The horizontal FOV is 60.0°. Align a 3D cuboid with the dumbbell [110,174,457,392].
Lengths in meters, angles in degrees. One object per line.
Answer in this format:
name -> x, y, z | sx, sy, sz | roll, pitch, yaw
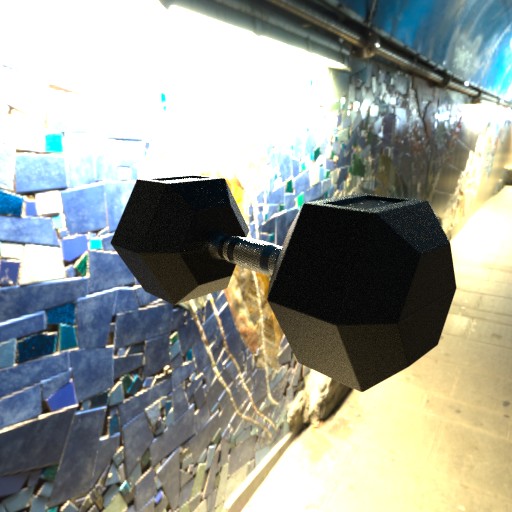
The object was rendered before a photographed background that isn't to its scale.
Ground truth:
dumbbell -> 0.000, 0.000, 0.446 | 0.157, 0.137, 0.361 | -15, 22, -43
